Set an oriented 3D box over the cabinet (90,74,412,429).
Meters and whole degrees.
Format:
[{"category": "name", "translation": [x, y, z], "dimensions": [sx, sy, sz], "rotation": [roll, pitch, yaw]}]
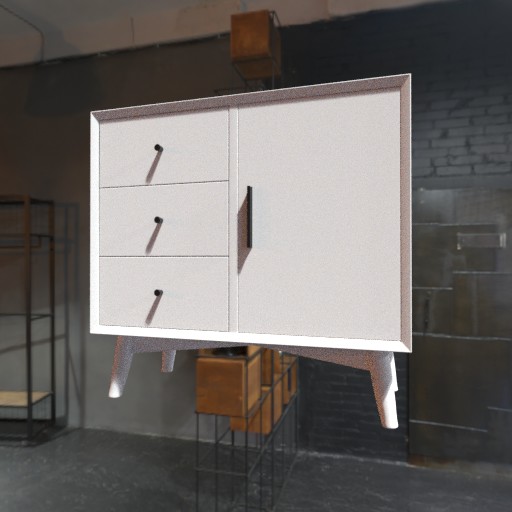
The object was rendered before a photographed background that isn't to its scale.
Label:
[{"category": "cabinet", "translation": [0.000, 0.000, 1.226], "dimensions": [0.800, 0.761, 0.398], "rotation": [0, 0, 18]}]
